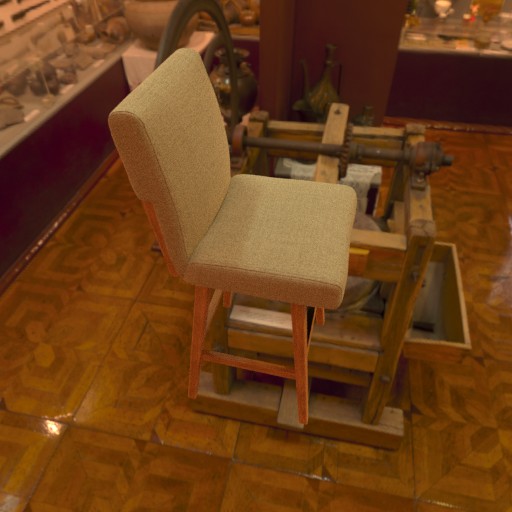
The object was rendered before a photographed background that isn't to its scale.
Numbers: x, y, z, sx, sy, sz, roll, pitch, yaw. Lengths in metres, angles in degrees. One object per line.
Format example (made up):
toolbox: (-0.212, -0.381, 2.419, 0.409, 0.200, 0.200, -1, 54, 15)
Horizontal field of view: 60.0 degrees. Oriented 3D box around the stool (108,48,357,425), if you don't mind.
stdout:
stool: (0.000, 0.000, 1.411, 0.569, 1.106, 0.483, 10, 44, 10)
